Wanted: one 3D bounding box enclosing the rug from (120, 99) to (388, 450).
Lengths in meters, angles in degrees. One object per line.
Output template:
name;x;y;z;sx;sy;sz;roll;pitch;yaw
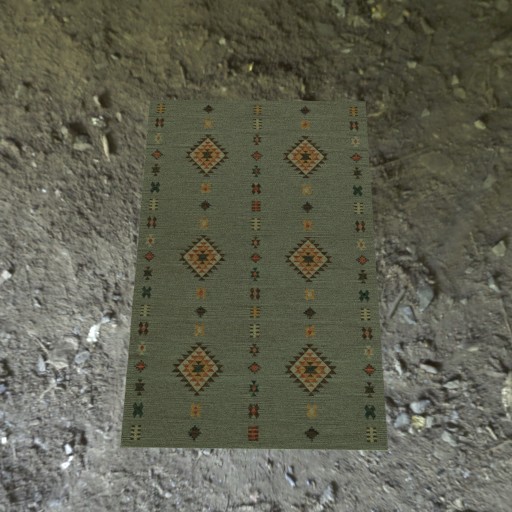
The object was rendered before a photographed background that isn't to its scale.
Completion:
rug;0.000;0.000;2.255;1.217;0.005;1.818;1;74;0
